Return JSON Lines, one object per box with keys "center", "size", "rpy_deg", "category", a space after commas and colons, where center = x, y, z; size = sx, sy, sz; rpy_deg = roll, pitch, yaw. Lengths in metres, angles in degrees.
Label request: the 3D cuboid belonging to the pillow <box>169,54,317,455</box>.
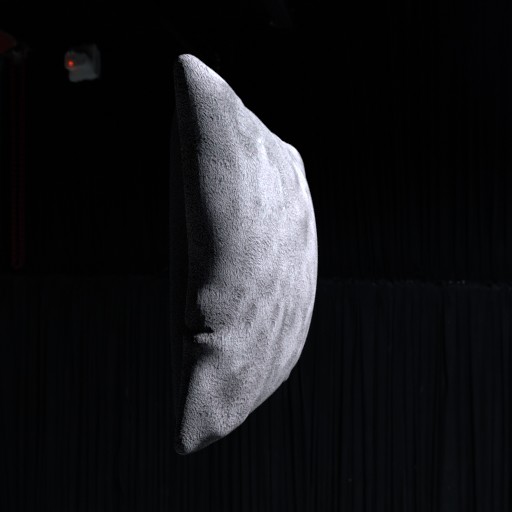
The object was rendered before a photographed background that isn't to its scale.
{"center": [0.000, 0.000, 0.798], "size": [0.204, 0.520, 0.522], "rpy_deg": [0, 0, 18], "category": "pillow"}
